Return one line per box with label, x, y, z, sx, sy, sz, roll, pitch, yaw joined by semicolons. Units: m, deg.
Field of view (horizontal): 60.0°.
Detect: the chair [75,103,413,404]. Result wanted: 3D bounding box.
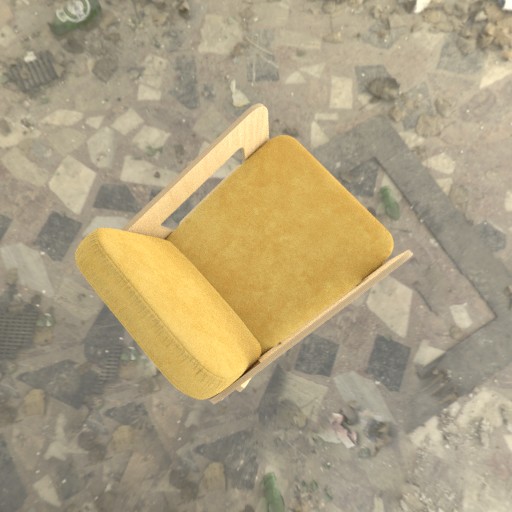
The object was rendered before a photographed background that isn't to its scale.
chair;0.000;0.000;1.301;0.710;0.800;0.590;-41;79;-9
